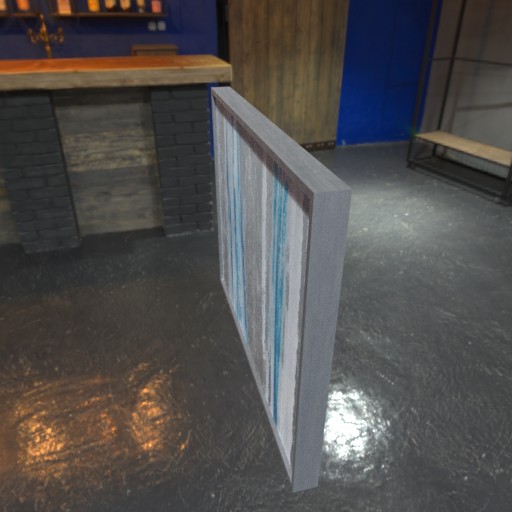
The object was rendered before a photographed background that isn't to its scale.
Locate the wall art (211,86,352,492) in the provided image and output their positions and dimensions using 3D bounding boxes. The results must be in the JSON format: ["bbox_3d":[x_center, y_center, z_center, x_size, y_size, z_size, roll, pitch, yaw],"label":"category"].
[{"bbox_3d":[0.000,0.000,0.747,0.037,0.450,0.557,-7,31,-12],"label":"wall art"}]
